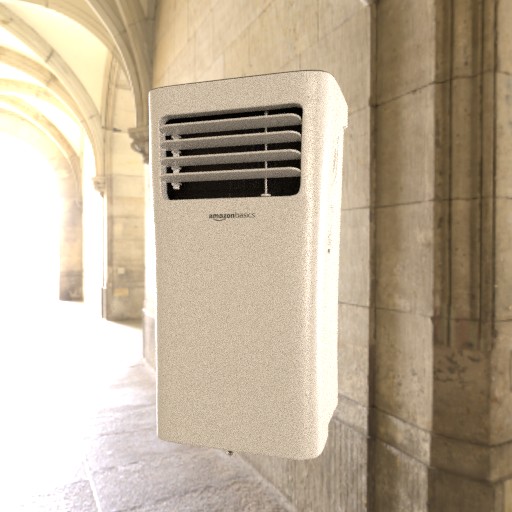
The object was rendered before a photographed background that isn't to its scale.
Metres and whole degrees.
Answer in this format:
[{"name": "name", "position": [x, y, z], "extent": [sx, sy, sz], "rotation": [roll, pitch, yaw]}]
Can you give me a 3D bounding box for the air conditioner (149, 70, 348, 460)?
[{"name": "air conditioner", "position": [0.000, 0.000, 0.937], "extent": [0.352, 0.716, 0.369], "rotation": [0, 1, 17]}]
